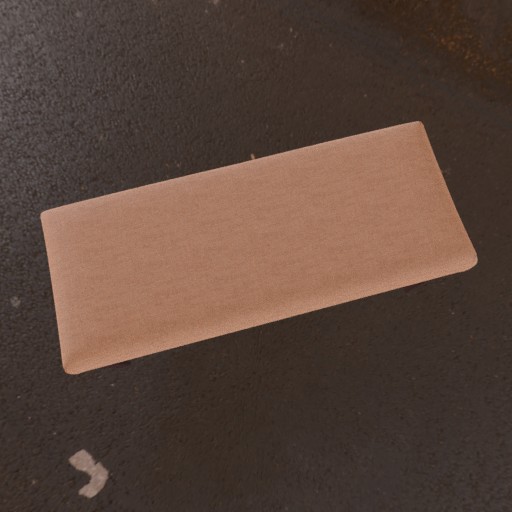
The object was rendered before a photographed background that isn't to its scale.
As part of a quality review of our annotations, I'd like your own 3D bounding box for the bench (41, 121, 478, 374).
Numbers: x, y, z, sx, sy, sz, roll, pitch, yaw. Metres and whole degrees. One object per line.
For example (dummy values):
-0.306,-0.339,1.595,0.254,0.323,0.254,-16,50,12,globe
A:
0.000,0.000,1.256,1.013,0.456,0.407,-14,76,-4,bench
